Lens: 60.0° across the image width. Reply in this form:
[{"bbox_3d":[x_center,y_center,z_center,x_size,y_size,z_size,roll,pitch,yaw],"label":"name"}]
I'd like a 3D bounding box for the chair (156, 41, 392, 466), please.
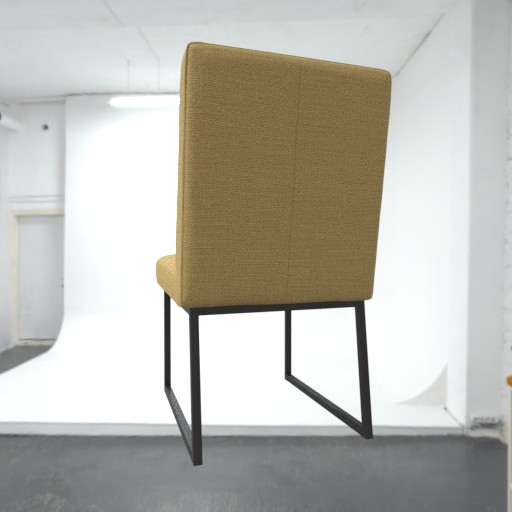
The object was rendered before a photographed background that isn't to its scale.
[{"bbox_3d":[0.000,0.000,1.297,0.520,0.930,0.634,0,1,-18],"label":"chair"}]
